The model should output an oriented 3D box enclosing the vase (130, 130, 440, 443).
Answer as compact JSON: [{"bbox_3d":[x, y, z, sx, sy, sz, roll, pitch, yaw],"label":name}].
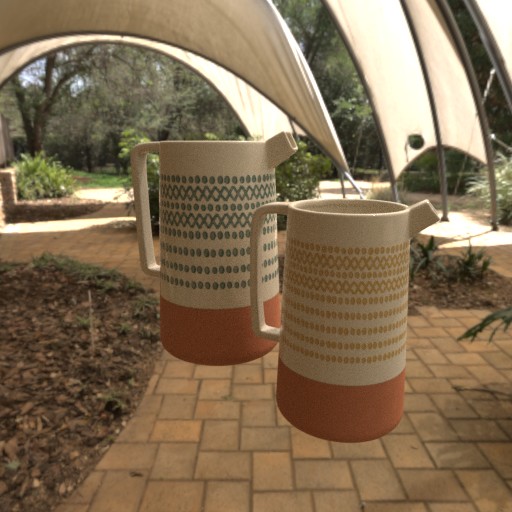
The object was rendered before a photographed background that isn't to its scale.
[{"bbox_3d":[0.000,0.000,0.451,0.168,0.247,0.326,-8,16,-28],"label":"vase"}]
